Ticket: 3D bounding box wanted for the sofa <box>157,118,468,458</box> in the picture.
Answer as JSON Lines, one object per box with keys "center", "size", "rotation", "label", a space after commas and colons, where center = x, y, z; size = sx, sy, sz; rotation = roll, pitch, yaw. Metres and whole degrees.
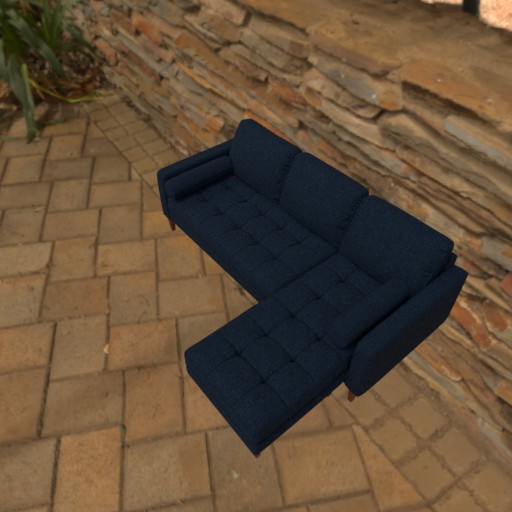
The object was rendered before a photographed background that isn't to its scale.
{"center": [0.000, 0.000, 3.037], "size": [1.613, 0.841, 2.185], "rotation": [-31, 53, -27], "label": "sofa"}
